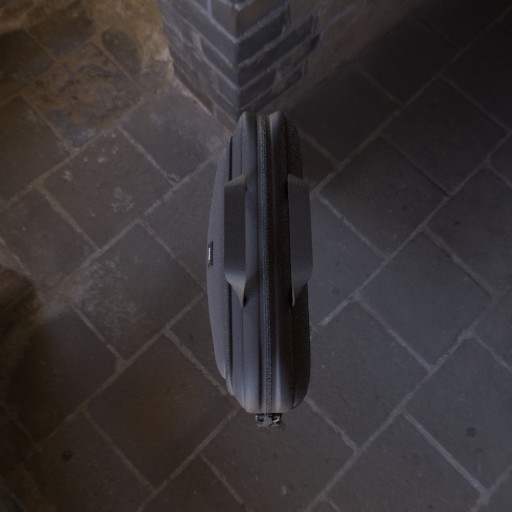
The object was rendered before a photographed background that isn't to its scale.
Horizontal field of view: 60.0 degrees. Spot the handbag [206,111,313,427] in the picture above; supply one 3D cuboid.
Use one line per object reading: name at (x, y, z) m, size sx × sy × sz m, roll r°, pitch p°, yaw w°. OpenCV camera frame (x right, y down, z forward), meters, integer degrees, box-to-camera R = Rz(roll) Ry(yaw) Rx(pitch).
handbag at (0.000, 0.000, 0.579) m, size 0.126 × 0.330 × 0.429 m, roll -1°, pitch 75°, yaw 0°
